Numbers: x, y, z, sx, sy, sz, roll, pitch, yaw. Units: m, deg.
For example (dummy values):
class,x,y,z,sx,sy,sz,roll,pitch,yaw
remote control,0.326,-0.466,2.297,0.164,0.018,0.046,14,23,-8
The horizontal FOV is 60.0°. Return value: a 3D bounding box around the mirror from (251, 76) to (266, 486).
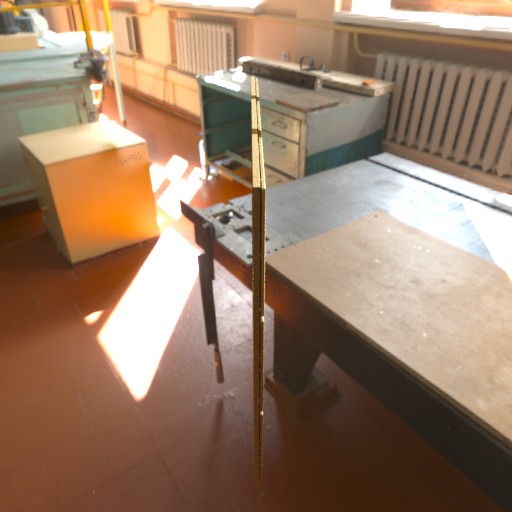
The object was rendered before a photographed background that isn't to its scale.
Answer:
class,x,y,z,sx,sy,sz,roll,pitch,yaw
mirror,0.000,0.000,1.454,0.023,0.926,1.011,0,32,-1
